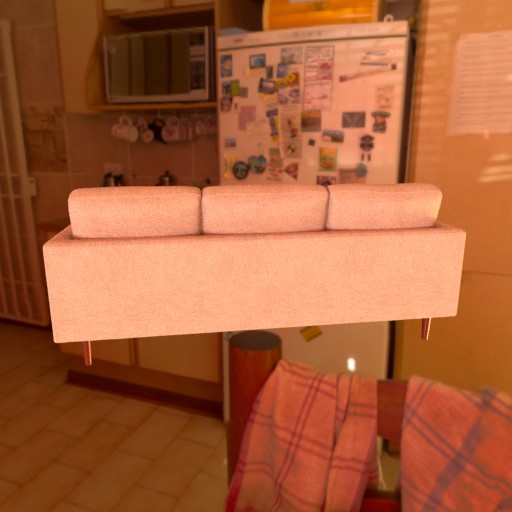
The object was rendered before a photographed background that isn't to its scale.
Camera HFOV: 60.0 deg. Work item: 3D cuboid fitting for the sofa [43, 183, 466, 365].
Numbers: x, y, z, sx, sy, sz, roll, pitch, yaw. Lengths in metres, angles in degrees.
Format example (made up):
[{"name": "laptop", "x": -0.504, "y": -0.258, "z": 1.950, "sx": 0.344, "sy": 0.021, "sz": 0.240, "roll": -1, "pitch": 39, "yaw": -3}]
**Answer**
[{"name": "sofa", "x": 0.000, "y": 0.000, "z": 2.754, "sx": 2.246, "sy": 0.930, "sz": 0.903, "roll": -2, "pitch": 15, "yaw": -9}]
